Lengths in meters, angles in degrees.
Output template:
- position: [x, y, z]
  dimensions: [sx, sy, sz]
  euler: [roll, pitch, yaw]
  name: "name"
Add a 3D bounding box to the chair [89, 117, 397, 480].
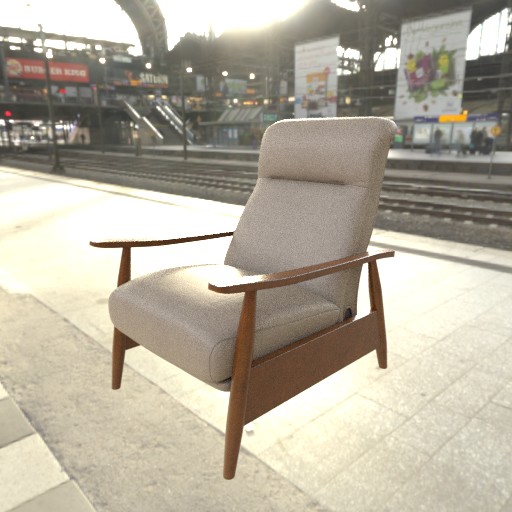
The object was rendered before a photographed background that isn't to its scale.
- position: [0.000, 0.000, 1.782]
  dimensions: [0.762, 1.082, 1.032]
  euler: [15, 21, 43]
  name: "chair"
